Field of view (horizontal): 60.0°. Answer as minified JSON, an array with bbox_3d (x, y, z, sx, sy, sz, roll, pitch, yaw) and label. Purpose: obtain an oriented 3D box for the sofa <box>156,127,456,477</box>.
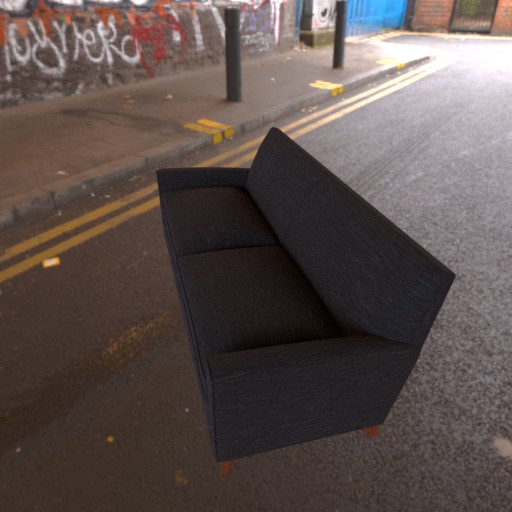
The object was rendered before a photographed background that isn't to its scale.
[{"bbox_3d":[0.000,0.000,2.390,0.875,0.846,1.976,-8,32,-14],"label":"sofa"}]
